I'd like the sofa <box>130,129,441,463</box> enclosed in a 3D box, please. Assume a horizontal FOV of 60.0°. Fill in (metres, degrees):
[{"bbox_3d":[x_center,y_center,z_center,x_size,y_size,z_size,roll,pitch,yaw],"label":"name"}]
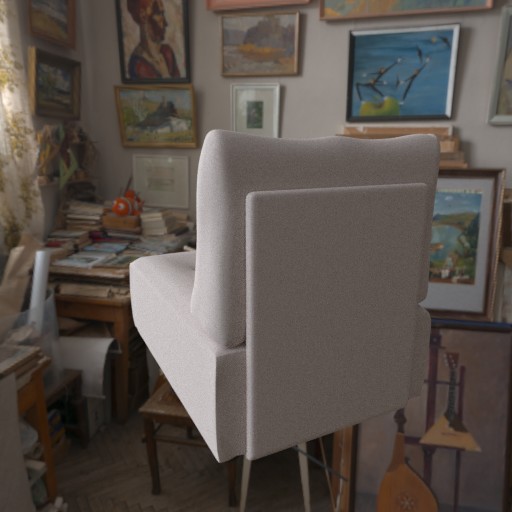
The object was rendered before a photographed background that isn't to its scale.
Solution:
[{"bbox_3d":[0.000,0.000,1.554,0.700,0.820,1.000,-7,16,-26],"label":"sofa"}]
